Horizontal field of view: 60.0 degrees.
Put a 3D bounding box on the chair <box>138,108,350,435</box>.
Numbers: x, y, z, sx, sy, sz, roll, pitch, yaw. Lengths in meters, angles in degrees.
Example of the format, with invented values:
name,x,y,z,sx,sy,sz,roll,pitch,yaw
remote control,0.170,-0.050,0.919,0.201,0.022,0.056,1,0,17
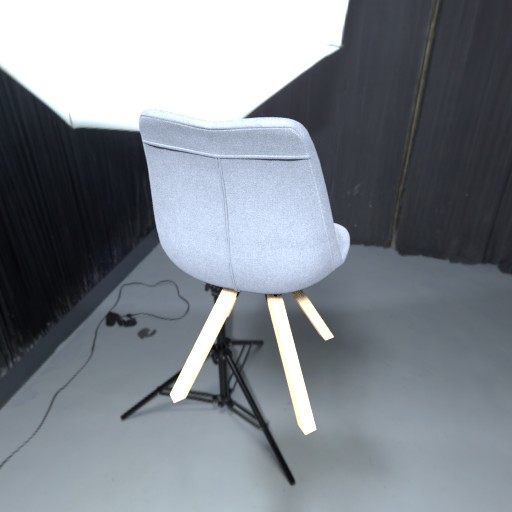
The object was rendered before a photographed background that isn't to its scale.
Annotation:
name,x,y,z,sx,sy,sz,roll,pitch,yaw
chair,0.000,0.000,1.183,0.474,0.863,0.549,9,33,14
